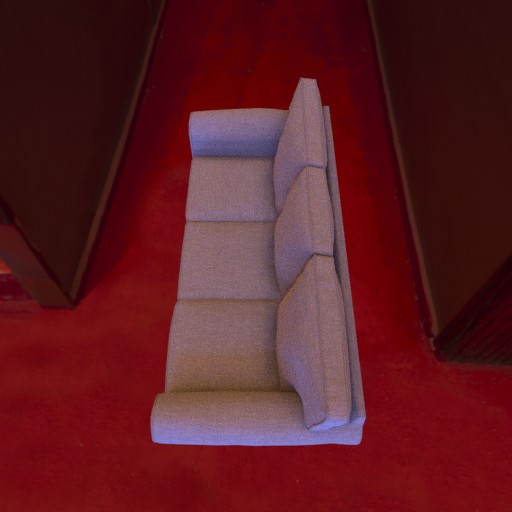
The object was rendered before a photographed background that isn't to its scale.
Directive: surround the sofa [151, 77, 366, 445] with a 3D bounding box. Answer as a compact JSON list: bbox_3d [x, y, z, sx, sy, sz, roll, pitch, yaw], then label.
[{"bbox_3d":[0.000,0.000,2.559,0.916,0.961,2.084,0,58,0],"label":"sofa"}]
